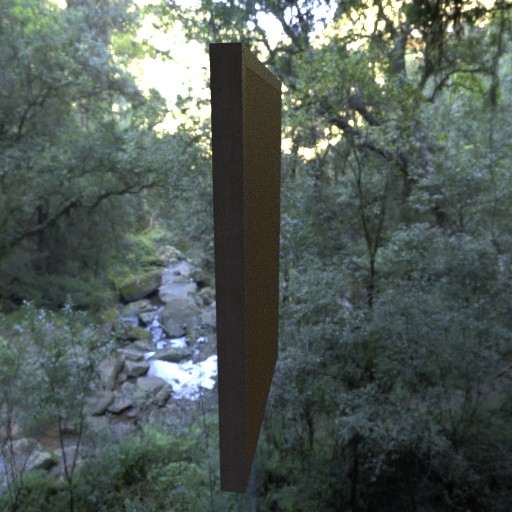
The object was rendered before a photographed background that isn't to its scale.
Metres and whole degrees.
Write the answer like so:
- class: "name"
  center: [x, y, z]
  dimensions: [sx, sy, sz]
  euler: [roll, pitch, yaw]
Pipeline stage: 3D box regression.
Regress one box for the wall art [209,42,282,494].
- class: "wall art"
  center: [0.000, 0.000, 0.648]
  dimensions: [0.031, 0.509, 0.356]
  euler: [3, 16, 9]
